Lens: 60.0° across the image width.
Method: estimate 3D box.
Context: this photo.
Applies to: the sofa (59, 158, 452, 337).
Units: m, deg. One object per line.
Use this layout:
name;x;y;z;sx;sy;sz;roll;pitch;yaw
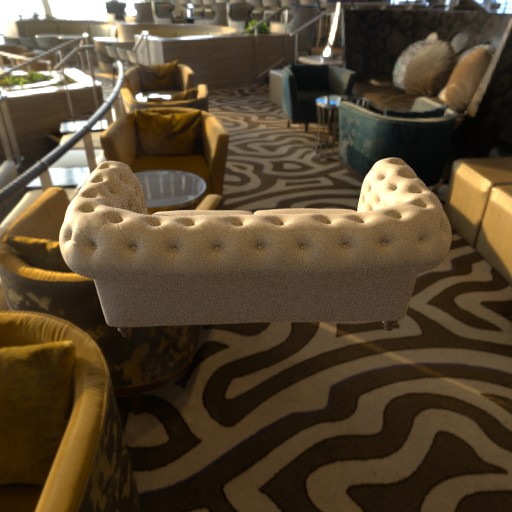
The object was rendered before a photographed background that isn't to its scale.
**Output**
sofa;0.000;0.000;2.511;1.988;0.835;1.069;-1;30;-2
